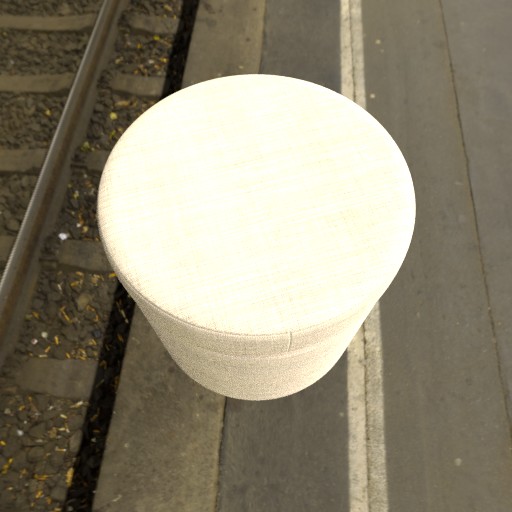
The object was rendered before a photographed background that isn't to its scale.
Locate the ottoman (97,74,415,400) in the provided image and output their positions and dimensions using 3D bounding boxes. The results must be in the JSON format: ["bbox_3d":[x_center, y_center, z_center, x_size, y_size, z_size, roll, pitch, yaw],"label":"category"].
[{"bbox_3d":[0.000,0.000,0.725,0.400,0.406,0.400,0,63,0],"label":"ottoman"}]
